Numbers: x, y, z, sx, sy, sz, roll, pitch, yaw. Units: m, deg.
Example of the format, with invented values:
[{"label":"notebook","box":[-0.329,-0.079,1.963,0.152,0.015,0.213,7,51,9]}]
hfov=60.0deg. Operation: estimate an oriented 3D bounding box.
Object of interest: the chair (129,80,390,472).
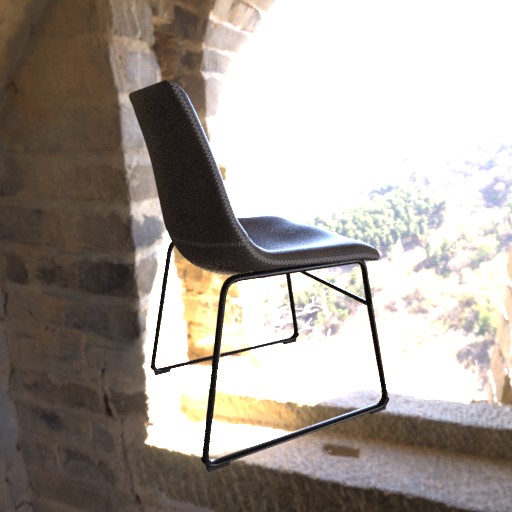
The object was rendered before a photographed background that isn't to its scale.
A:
[{"label":"chair","box":[0.000,0.000,1.125,0.550,0.780,0.460,-8,17,-26]}]
